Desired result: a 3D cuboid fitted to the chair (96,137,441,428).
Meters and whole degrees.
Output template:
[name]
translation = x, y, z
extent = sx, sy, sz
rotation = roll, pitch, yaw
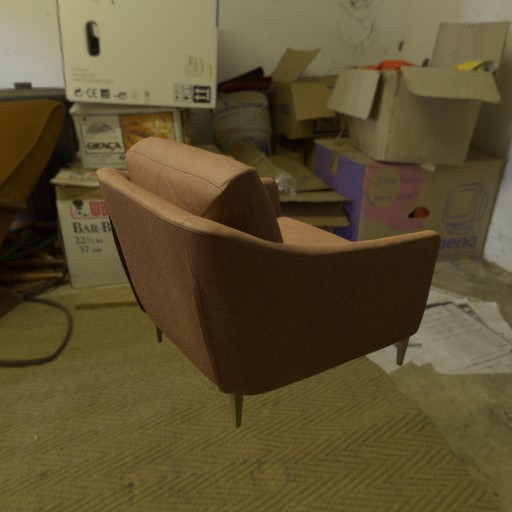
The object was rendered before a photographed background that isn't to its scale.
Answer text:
[chair]
translation = 0.000, 0.000, 1.735
extent = 0.963, 0.895, 0.988
rotation = -17, 29, -33
